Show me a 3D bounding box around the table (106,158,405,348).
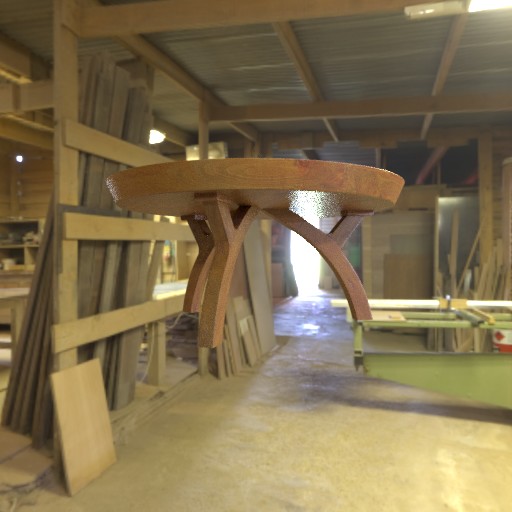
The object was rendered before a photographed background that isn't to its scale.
[{"bbox_3d":[0.000,0.000,1.559,1.016,0.470,1.016,0,0,0],"label":"table"}]
